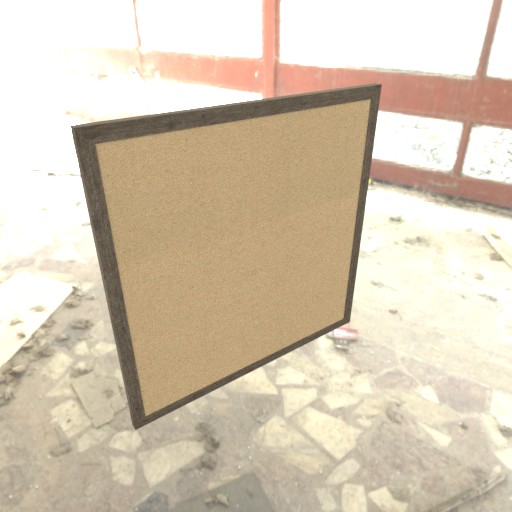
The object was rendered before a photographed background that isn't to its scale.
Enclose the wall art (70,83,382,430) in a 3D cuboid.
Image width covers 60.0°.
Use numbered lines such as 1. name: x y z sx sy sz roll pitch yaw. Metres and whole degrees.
1. wall art: 0.000 0.000 0.679 0.457 0.457 0.013 -19 35 -30
